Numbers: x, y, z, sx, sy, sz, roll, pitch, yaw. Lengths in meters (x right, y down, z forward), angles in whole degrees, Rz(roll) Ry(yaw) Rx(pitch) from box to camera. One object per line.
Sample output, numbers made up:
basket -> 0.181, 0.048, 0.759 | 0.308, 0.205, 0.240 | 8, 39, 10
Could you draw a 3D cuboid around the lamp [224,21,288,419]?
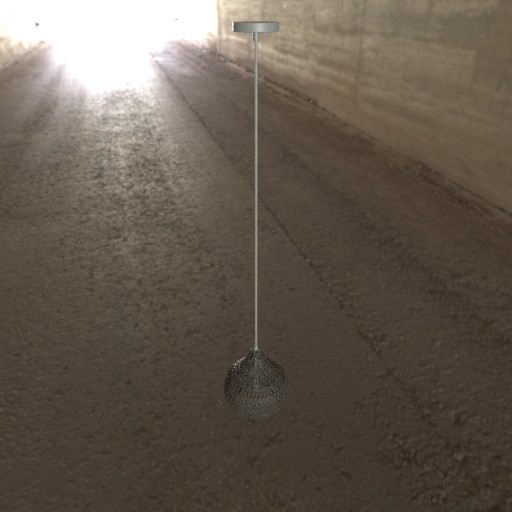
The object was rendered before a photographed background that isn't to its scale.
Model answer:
lamp -> 0.000, 0.000, 2.055 | 0.355, 1.919, 0.355 | 21, 36, 32
